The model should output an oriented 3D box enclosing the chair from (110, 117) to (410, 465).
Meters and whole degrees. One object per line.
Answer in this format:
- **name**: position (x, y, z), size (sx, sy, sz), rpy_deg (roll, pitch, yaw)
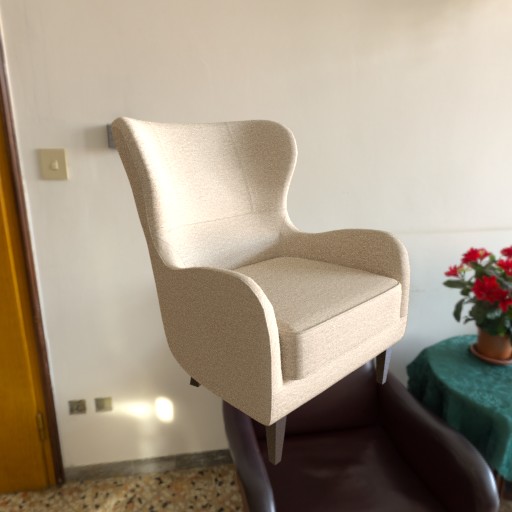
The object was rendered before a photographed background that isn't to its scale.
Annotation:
- **chair**: position (0.000, 0.000, 1.778), size (0.861, 1.064, 0.984), rpy_deg (-15, 22, -43)
